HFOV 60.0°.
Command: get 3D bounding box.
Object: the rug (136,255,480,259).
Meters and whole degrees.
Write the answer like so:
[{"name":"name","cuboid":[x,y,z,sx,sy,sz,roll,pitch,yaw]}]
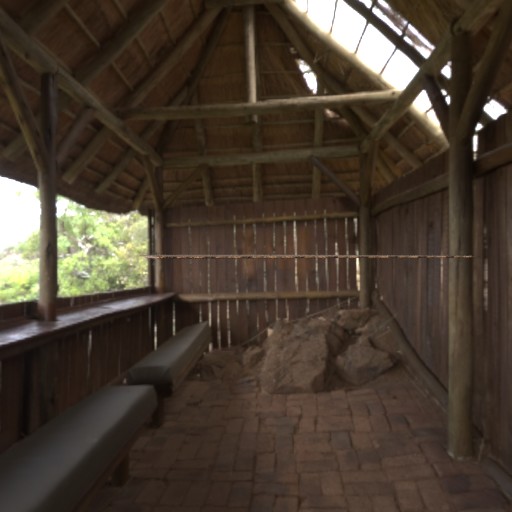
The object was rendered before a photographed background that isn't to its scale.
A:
[{"name":"rug","cuboid":[0.000,0.000,3.055,1.516,0.010,2.434,0,0,-17]}]
